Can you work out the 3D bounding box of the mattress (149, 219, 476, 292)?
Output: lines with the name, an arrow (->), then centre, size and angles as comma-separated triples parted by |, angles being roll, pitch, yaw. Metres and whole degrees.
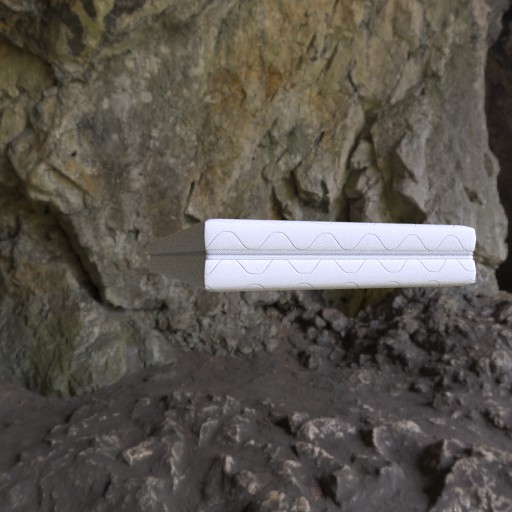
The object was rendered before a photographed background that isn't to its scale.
mattress -> 0.000, 0.000, 2.206 | 0.900, 0.200, 1.900 | 0, 0, -18
